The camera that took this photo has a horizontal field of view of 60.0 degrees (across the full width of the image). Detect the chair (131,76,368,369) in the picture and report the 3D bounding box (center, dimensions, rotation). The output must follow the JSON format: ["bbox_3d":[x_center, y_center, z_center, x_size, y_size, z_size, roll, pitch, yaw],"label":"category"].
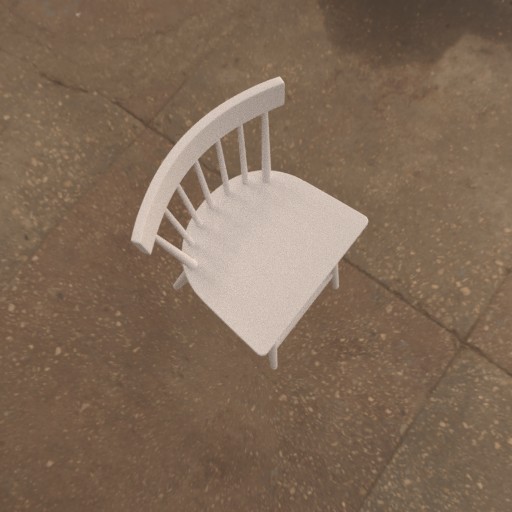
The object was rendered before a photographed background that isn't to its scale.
[{"bbox_3d":[0.000,0.000,1.417,0.572,1.092,0.483,38,79,9],"label":"chair"}]
